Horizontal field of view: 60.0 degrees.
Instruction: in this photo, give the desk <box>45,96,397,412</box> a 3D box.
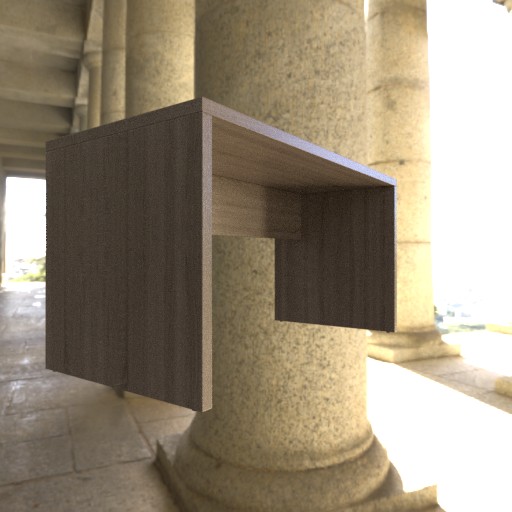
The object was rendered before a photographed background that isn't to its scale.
[{"bbox_3d":[0.000,0.000,1.796,0.690,0.745,1.380,0,0,36],"label":"desk"}]
